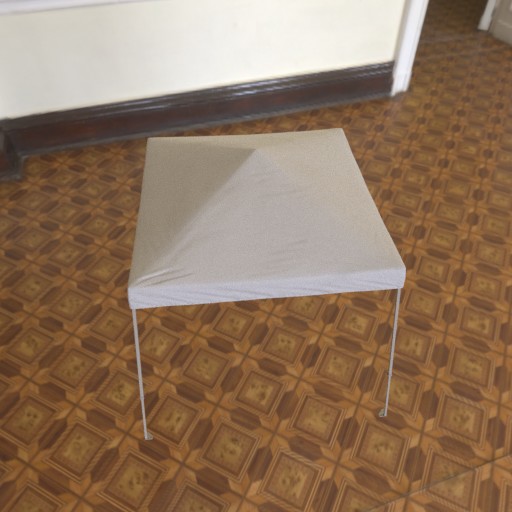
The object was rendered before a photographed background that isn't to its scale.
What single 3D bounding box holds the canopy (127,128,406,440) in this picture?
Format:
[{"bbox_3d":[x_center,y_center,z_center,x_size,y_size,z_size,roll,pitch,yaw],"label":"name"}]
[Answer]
[{"bbox_3d":[0.000,0.000,6.515,3.600,3.600,3.599,-4,46,-4],"label":"canopy"}]
